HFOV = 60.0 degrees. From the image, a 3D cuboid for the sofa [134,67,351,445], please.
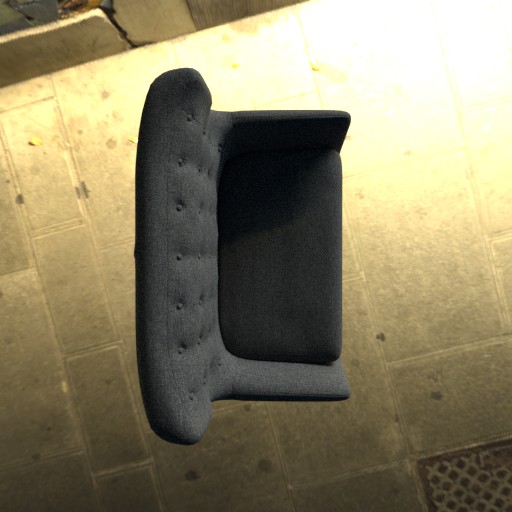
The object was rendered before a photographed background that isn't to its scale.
[{"bbox_3d":[0.000,0.000,2.053,0.874,1.028,1.358,0,90,1],"label":"sofa"}]
